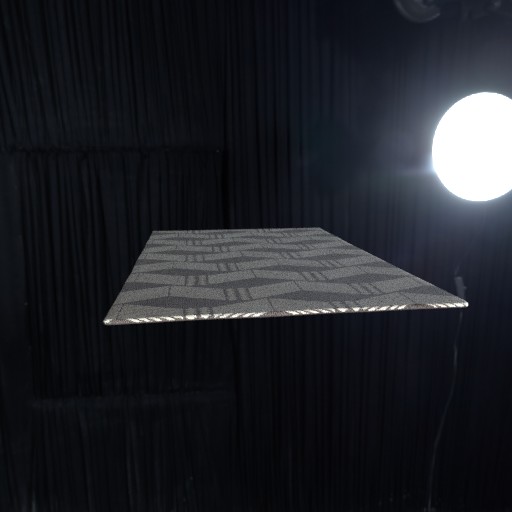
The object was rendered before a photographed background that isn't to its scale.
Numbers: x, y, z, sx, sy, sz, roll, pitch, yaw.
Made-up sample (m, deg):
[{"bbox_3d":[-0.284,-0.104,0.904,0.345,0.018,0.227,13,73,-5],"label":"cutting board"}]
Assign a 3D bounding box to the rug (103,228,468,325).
[{"bbox_3d":[0.000,0.000,2.312,1.210,0.016,1.833,-2,12,-8],"label":"rug"}]
